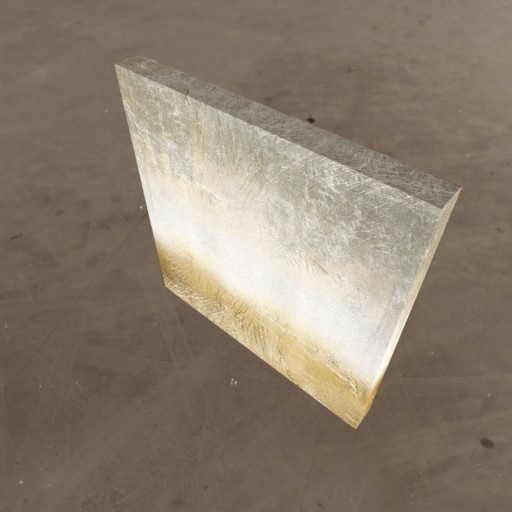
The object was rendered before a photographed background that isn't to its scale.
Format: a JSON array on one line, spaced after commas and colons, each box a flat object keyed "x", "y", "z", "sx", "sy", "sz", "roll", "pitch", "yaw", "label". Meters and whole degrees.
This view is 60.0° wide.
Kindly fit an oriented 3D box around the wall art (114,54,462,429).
[{"x": 0.000, "y": 0.000, "z": 0.585, "sx": 0.405, "sy": 0.407, "sz": 0.038, "roll": 32, "pitch": 54, "yaw": 27, "label": "wall art"}]
